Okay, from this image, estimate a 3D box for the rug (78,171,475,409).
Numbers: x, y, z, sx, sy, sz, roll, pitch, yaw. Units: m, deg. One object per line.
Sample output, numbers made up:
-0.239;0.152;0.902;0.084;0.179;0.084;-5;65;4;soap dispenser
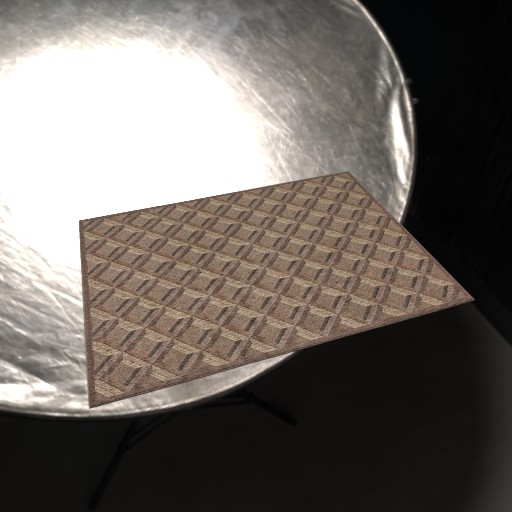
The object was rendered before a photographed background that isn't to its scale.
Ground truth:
0.000;0.000;4.378;3.294;0.018;2.382;-12;42;-14;rug
